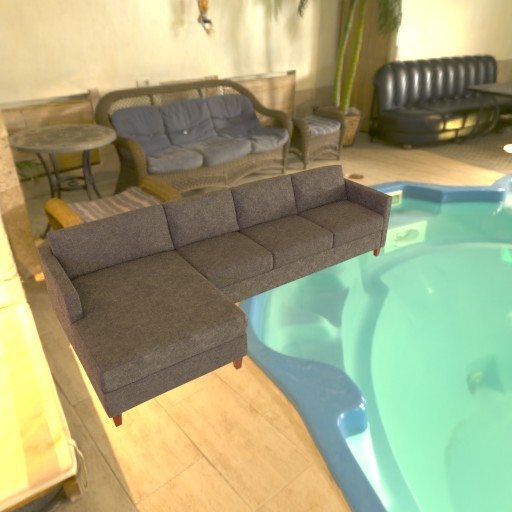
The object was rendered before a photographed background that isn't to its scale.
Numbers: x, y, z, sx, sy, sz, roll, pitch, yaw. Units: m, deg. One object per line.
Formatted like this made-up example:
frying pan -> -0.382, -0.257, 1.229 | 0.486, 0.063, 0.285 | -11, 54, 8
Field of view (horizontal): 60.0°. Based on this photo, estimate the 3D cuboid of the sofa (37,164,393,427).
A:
sofa -> 0.000, 0.000, 4.184 | 3.471, 0.954, 1.606 | -18, 34, -30
